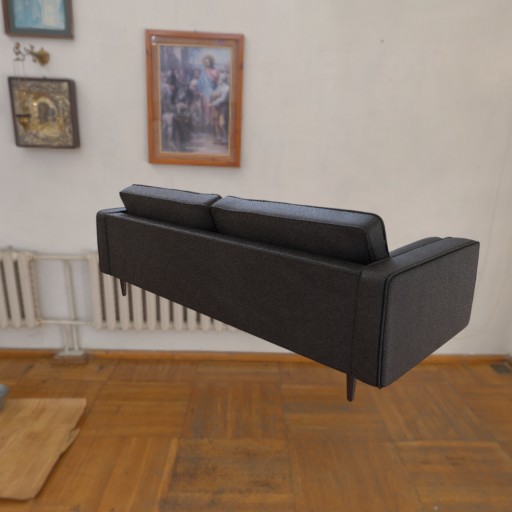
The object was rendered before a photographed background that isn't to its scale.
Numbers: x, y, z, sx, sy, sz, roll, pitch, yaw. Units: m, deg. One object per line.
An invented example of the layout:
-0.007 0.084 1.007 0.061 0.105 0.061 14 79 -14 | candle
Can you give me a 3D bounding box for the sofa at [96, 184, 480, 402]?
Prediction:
0.000 0.000 2.600 2.210 0.762 0.914 14 20 43 | sofa
